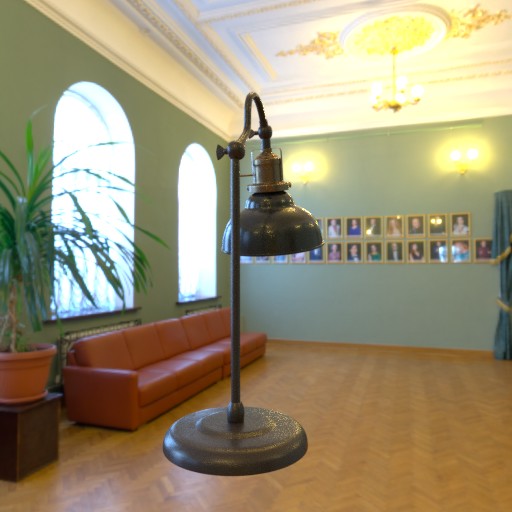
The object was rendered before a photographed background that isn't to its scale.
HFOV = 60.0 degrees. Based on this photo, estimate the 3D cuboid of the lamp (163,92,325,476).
[{"bbox_3d":[0.000,0.000,0.689,0.192,0.508,0.374,-1,-2,17],"label":"lamp"}]
